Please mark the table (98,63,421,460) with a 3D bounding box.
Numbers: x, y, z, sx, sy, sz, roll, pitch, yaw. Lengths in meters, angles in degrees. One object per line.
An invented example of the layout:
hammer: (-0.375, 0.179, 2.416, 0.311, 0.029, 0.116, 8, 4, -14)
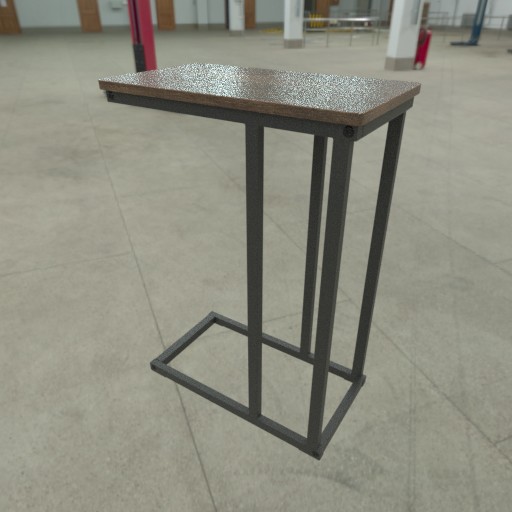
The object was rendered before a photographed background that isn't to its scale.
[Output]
table: (0.000, 0.000, 0.858, 0.450, 0.637, 0.254, 18, 35, 28)
